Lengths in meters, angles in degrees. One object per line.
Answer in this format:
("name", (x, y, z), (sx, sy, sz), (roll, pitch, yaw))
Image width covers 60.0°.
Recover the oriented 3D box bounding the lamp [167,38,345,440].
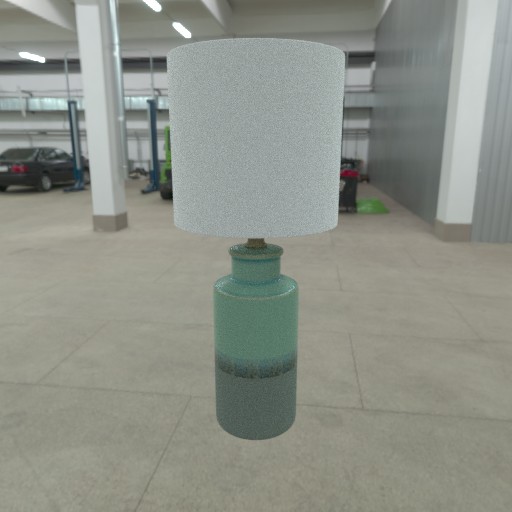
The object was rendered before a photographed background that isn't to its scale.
("lamp", (0.000, 0.000, 0.596), (0.212, 0.493, 0.212), (-7, 16, -27))
